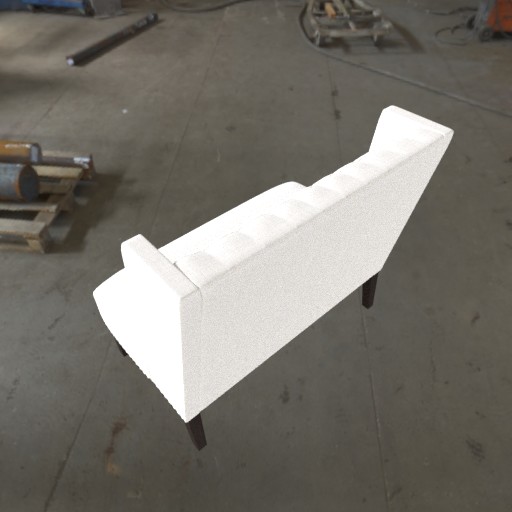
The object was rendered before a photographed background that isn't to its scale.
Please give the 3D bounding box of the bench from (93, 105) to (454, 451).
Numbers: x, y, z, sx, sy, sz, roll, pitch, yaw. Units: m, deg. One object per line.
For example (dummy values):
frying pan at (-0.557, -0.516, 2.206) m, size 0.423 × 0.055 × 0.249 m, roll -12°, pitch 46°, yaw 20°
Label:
bench at (0.000, 0.000, 1.978) m, size 1.280 × 1.123 × 0.847 m, roll -32°, pitch 53°, yaw -28°
